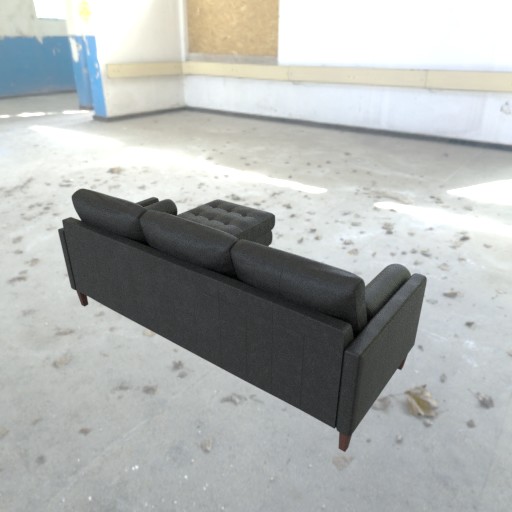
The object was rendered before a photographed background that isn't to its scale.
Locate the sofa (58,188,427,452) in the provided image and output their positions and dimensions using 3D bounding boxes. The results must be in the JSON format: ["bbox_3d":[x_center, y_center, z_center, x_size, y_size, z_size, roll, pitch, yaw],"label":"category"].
[{"bbox_3d":[0.000,0.000,2.948,2.178,0.876,1.497,19,32,33],"label":"sofa"}]
